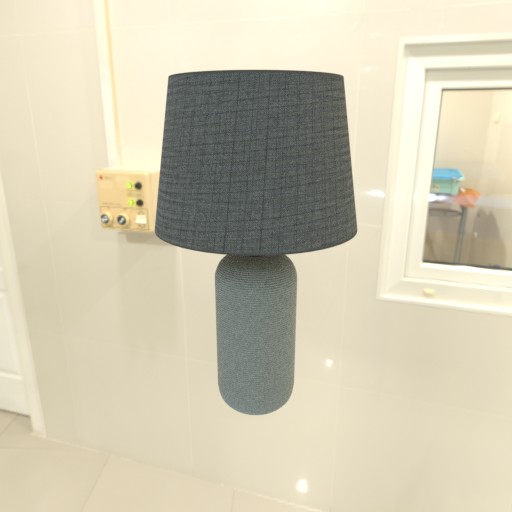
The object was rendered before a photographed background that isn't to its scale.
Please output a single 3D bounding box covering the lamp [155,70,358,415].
[{"bbox_3d":[0.000,0.000,0.574,0.251,0.429,0.251,0,18,0],"label":"lamp"}]
